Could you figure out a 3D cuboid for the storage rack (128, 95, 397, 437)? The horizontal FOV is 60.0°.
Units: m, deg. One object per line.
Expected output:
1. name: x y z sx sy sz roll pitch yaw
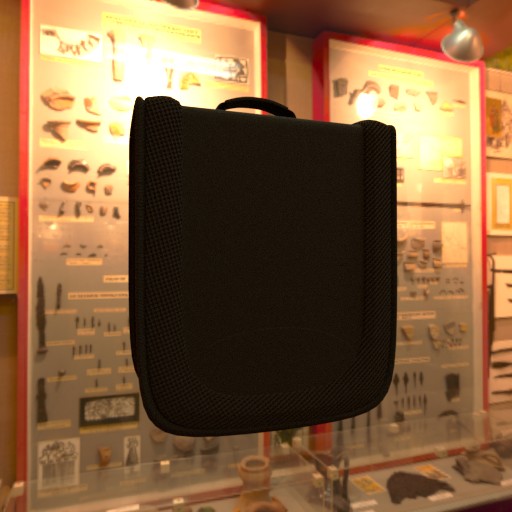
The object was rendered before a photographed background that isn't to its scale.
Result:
1. storage rack: 0.000 0.000 0.547 0.297 0.387 0.168 0 -1 -18
